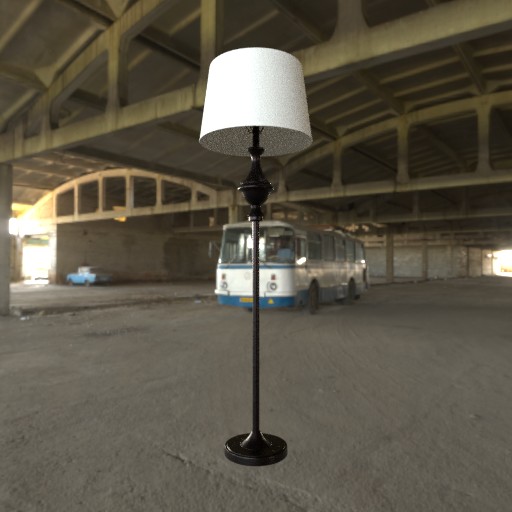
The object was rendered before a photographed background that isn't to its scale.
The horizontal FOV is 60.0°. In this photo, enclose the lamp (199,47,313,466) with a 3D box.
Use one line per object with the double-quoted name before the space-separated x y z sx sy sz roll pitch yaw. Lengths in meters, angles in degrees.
"lamp" 0.000 0.000 1.691 0.431 1.484 0.431 0 -1 0
